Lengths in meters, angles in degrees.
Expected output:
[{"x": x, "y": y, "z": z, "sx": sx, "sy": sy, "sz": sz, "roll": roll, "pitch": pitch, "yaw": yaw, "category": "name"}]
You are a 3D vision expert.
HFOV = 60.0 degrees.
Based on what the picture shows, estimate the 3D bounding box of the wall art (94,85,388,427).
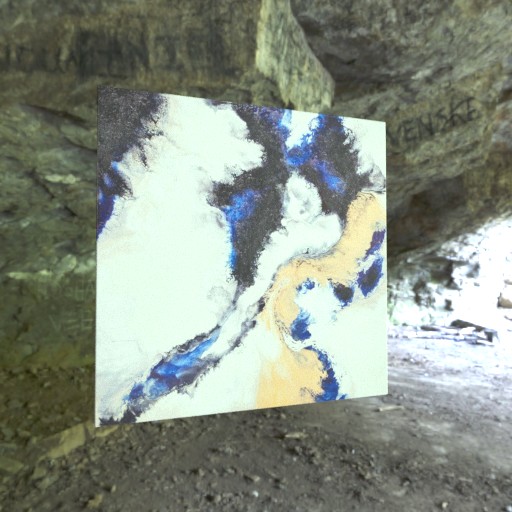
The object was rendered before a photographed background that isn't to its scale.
[{"x": 0.000, "y": 0.000, "z": 1.307, "sx": 0.887, "sy": 0.885, "sz": 0.038, "roll": 1, "pitch": -2, "yaw": -19, "category": "wall art"}]
